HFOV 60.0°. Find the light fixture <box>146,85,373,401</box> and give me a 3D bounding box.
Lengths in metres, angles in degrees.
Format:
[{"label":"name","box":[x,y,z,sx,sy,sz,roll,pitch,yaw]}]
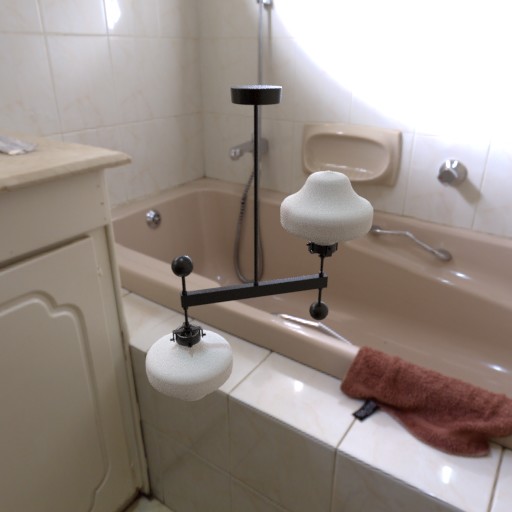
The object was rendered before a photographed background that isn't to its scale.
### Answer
[{"label":"light fixture","box":[0.000,0.000,1.040,0.422,0.743,0.489,18,30,33]}]
